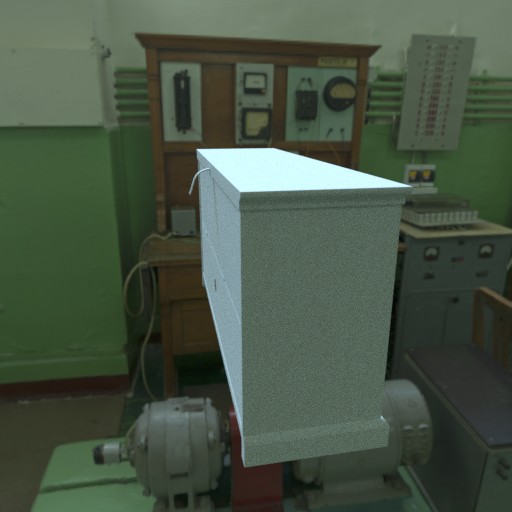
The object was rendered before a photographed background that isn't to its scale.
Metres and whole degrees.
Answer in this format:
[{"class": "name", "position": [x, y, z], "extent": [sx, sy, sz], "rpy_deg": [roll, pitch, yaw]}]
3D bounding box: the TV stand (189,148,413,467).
[{"class": "TV stand", "position": [0.000, 0.000, 1.482], "extent": [0.424, 0.624, 1.187], "rpy_deg": [-3, 18, -11]}]
